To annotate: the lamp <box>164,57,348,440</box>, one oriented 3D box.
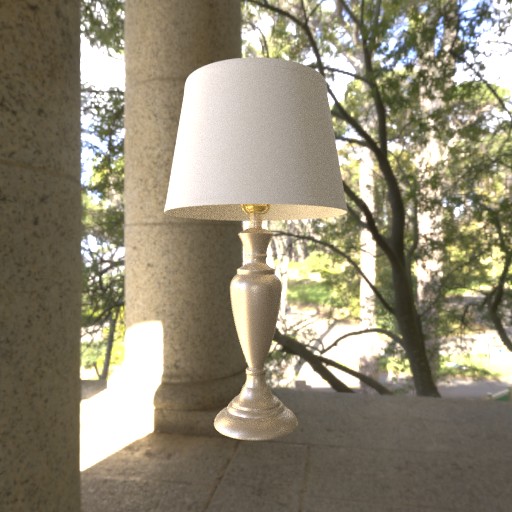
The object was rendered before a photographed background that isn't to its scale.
[{"bbox_3d":[0.000,0.000,0.809,0.328,0.612,0.328,0,0,0],"label":"lamp"}]
